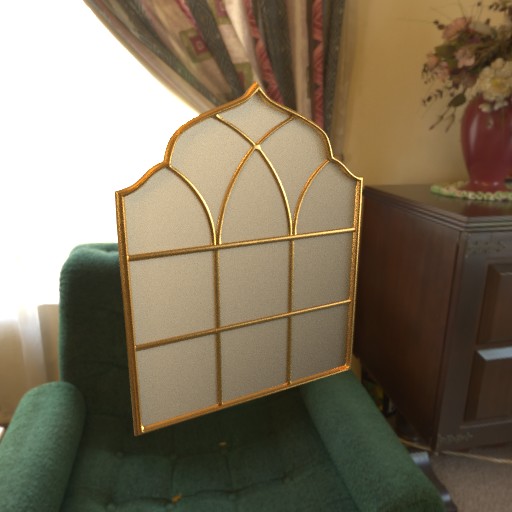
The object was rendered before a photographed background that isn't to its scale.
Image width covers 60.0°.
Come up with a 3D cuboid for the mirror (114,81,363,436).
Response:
[{"bbox_3d":[0.000,0.000,0.860,0.513,0.635,0.018,-8,18,-27],"label":"mirror"}]
